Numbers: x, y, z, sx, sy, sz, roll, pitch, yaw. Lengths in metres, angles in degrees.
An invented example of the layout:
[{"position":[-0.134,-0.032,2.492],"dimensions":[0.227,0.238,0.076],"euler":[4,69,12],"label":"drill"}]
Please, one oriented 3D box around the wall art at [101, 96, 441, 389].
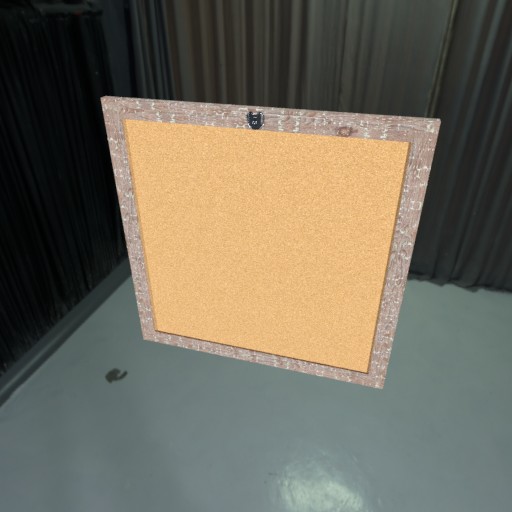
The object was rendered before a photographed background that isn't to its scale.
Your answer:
[{"position":[0.000,0.000,0.589],"dimensions":[0.384,0.384,0.012],"euler":[9,33,13],"label":"wall art"}]
